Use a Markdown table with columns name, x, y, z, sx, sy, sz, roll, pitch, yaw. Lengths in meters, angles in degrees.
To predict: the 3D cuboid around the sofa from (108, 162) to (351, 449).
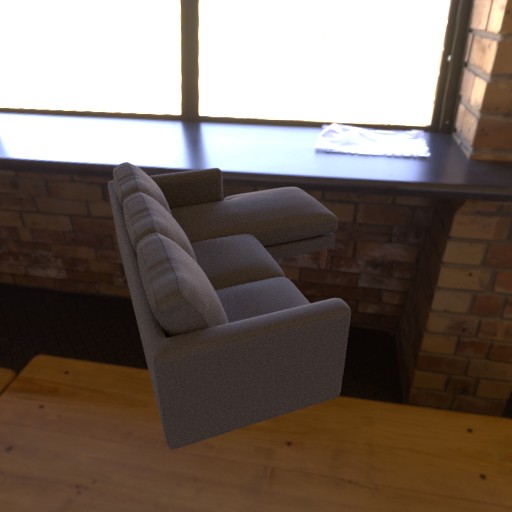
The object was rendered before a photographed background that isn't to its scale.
| name | x | y | z | sx | sy | sz | roll | pitch | yaw |
| --- | --- | --- | --- | --- | --- | --- | --- | --- | --- |
| sofa | 0.000 | 0.000 | 2.844 | 1.591 | 0.897 | 2.031 | -11 | 32 | -18 |
